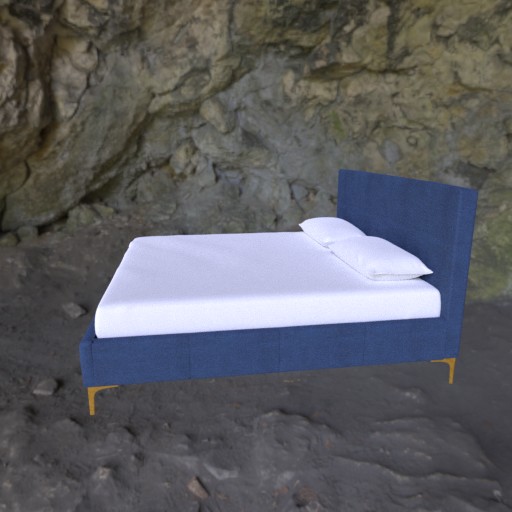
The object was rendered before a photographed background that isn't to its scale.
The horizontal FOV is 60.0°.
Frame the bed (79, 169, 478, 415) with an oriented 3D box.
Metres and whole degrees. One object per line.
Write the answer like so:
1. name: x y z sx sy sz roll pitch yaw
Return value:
1. bed: 0.000 0.000 3.467 2.232 1.231 2.096 -2 14 -9
